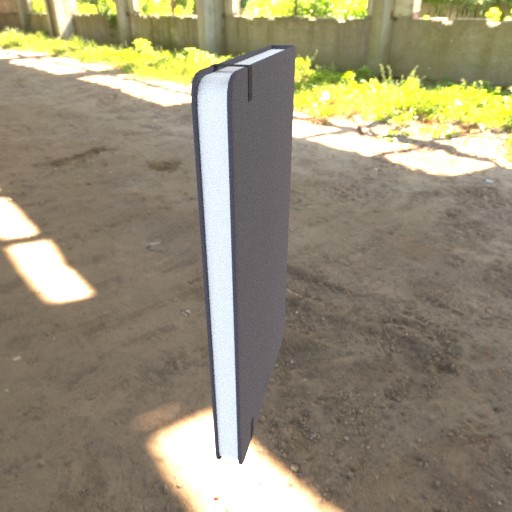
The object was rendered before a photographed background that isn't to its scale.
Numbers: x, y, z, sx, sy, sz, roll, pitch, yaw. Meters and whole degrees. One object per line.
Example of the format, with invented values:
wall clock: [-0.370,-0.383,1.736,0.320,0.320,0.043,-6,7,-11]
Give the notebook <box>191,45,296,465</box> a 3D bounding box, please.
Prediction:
notebook: [0.000,0.000,0.257,0.016,0.213,0.127,7,30,13]
